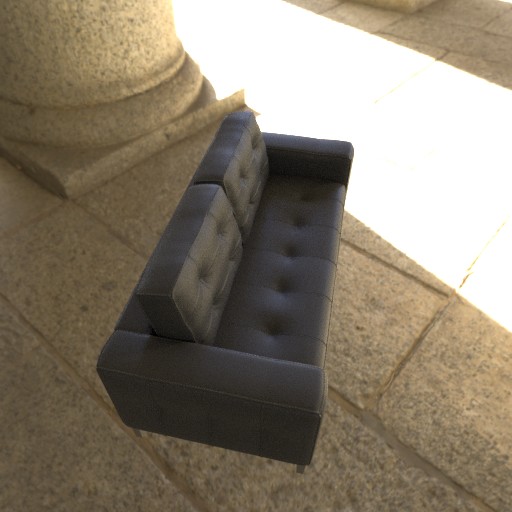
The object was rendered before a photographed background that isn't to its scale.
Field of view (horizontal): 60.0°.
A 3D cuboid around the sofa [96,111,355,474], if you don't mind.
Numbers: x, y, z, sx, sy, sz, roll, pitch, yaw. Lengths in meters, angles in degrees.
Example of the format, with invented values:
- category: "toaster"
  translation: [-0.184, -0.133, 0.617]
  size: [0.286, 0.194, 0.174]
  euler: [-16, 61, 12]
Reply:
- category: "sofa"
  translation: [0.000, 0.000, 2.214]
  size: [0.833, 0.892, 1.726]
  euler: [9, 47, 8]
